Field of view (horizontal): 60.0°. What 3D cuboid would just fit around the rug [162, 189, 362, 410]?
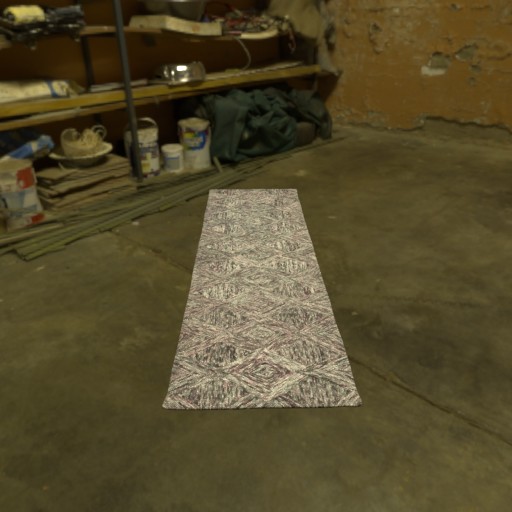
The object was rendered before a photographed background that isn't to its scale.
[{"bbox_3d":[0.000,0.000,2.585,0.719,0.013,2.305,-1,28,-1],"label":"rug"}]
